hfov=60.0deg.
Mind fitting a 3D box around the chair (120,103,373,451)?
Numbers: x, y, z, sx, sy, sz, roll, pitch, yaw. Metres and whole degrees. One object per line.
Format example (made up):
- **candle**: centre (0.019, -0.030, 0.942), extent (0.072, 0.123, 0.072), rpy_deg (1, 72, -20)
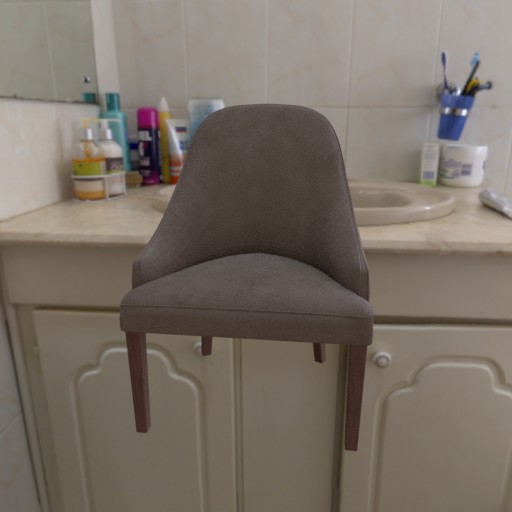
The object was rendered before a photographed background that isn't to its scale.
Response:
- **chair**: centre (0.000, 0.000, 1.329), extent (0.643, 0.889, 0.575), rpy_deg (2, 16, 7)
